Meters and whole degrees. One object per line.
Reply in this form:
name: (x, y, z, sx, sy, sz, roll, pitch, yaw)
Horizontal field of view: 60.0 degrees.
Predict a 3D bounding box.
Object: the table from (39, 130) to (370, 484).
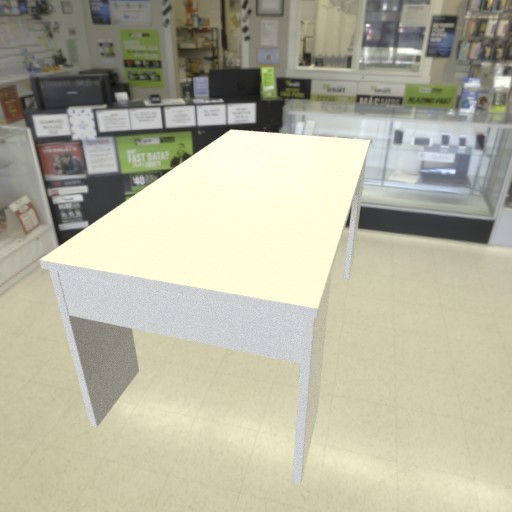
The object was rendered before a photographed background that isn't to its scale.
table: (0.000, 0.000, 1.247, 0.500, 0.440, 1.000, 9, 30, 15)
